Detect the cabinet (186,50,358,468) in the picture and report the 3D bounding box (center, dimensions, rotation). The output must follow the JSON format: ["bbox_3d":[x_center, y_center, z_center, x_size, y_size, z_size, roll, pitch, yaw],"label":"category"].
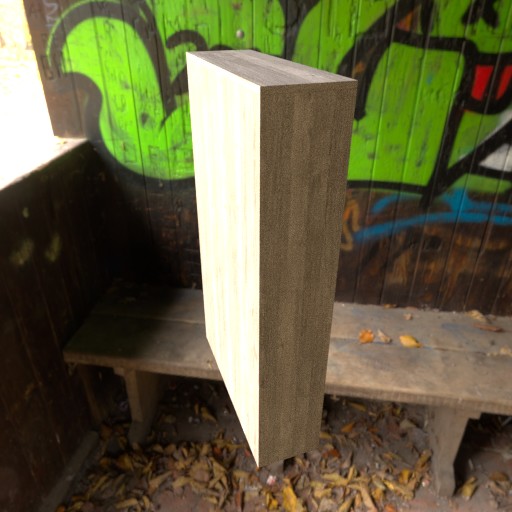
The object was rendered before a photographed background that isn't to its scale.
[{"bbox_3d":[0.000,0.000,1.593,0.250,1.280,0.750,-10,32,-17],"label":"cabinet"}]
